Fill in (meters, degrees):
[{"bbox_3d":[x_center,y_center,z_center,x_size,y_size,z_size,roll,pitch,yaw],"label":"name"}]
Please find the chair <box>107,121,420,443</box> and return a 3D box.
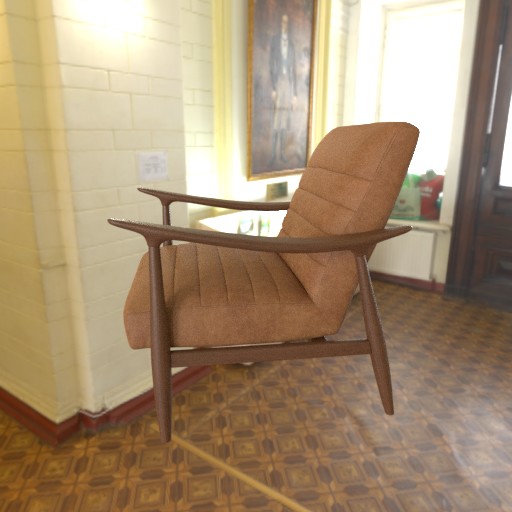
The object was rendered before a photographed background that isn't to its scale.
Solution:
[{"bbox_3d":[0.000,0.000,1.446,0.798,0.832,0.741,-2,15,-8],"label":"chair"}]
